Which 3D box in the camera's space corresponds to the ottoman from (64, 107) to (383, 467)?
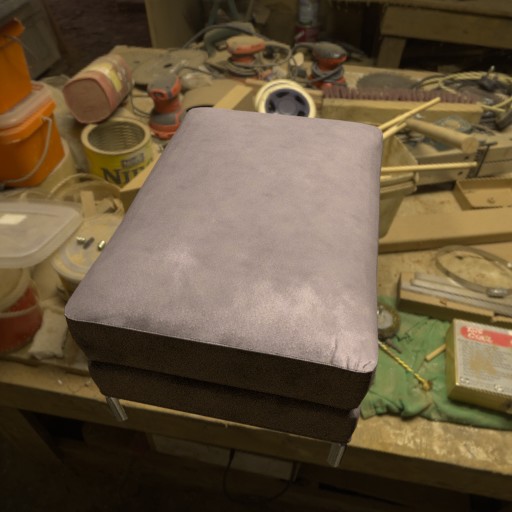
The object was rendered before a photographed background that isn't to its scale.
[{"bbox_3d":[0.000,0.000,1.038,0.520,0.456,0.719,8,47,8],"label":"ottoman"}]
